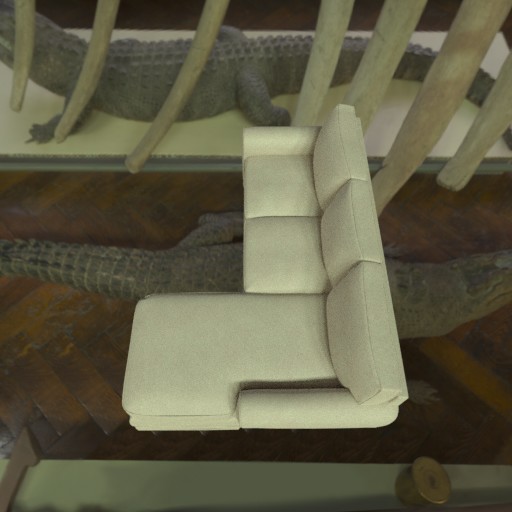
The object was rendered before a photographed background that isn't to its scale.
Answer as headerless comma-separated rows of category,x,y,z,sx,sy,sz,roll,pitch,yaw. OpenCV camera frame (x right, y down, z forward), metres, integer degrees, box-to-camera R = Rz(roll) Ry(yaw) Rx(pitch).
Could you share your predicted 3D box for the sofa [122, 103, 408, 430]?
sofa,0.000,0.000,2.390,1.226,0.734,1.770,0,60,0
